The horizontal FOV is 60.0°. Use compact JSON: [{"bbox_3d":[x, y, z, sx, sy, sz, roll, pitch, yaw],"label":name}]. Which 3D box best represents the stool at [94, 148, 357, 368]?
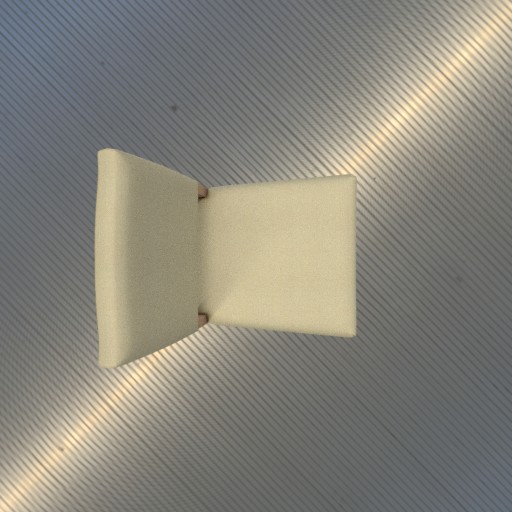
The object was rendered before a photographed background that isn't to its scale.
[{"bbox_3d":[0.000,0.000,1.352,0.623,0.986,0.508,0,91,2],"label":"stool"}]
